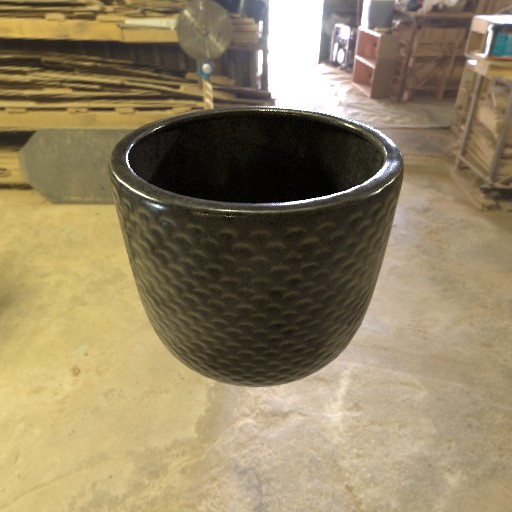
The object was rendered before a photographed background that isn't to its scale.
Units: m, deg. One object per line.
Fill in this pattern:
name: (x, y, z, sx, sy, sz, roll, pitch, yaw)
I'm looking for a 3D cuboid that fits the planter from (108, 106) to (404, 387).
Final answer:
planter: (0.000, 0.000, 0.249, 0.140, 0.129, 0.140, 0, 34, 0)
